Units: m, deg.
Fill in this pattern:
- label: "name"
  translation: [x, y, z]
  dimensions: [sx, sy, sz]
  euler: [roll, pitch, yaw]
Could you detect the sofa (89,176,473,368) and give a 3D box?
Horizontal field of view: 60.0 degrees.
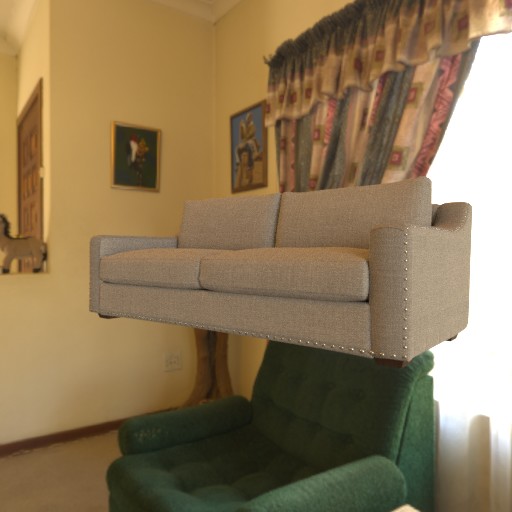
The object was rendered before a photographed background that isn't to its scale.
- label: "sofa"
  translation: [0.000, 0.000, 2.698]
  dimensions: [2.208, 0.857, 1.000]
  euler: [0, 1, 39]
